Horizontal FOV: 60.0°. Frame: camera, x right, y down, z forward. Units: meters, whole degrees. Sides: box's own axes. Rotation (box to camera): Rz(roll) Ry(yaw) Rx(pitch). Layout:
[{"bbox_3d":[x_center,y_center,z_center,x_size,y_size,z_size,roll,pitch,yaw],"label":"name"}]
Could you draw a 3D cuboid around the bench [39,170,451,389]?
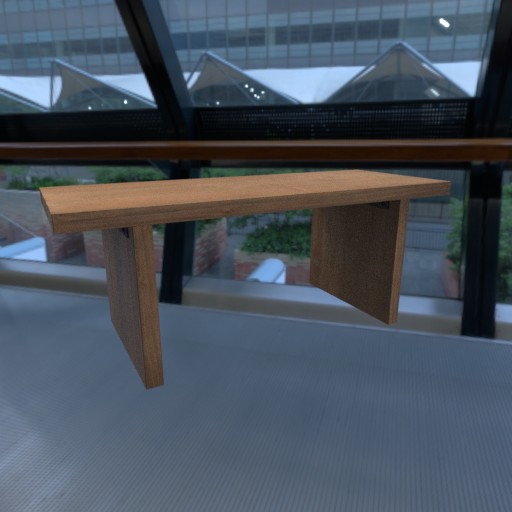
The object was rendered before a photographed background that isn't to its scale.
[{"bbox_3d":[0.000,0.000,1.424,1.183,0.458,0.458,-8,18,-27],"label":"bench"}]
